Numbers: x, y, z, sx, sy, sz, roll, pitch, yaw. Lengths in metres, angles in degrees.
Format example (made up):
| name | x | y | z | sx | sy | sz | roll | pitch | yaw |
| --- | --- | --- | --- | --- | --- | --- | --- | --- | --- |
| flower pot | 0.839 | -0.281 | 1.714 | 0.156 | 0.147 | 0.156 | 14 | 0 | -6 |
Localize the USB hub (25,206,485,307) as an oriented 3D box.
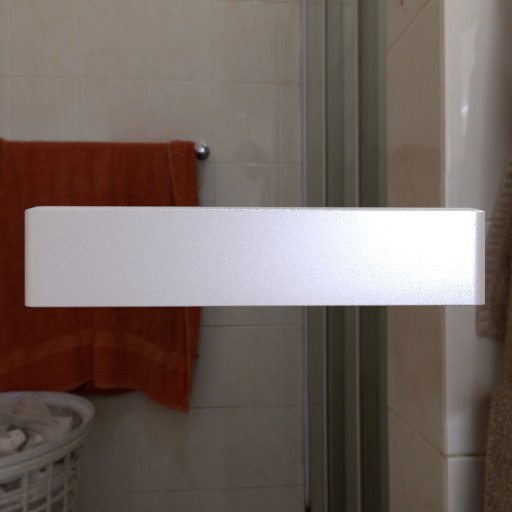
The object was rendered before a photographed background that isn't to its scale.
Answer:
| name | x | y | z | sx | sy | sz | roll | pitch | yaw |
| --- | --- | --- | --- | --- | --- | --- | --- | --- | --- |
| USB hub | 0.000 | 0.000 | 0.124 | 0.110 | 0.023 | 0.044 | 0 | 0 | -2 |
